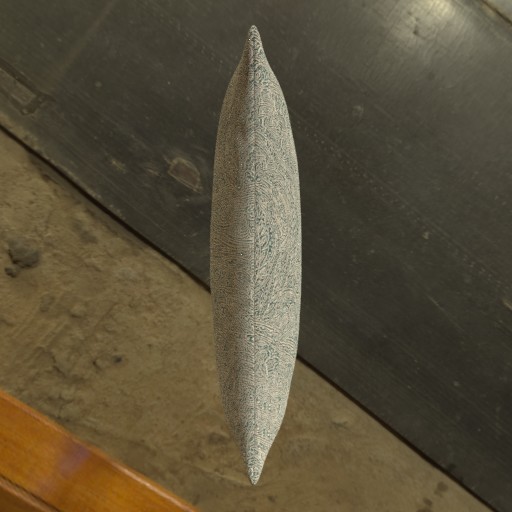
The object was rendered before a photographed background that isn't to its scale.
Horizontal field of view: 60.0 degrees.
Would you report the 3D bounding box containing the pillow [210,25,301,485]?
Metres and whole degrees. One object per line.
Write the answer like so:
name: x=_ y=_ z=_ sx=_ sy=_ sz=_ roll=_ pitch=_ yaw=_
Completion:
pillow: x=0.000 y=0.000 z=0.735 sx=0.151 sy=0.295 sz=0.615 roll=0 pitch=91 yaw=1
